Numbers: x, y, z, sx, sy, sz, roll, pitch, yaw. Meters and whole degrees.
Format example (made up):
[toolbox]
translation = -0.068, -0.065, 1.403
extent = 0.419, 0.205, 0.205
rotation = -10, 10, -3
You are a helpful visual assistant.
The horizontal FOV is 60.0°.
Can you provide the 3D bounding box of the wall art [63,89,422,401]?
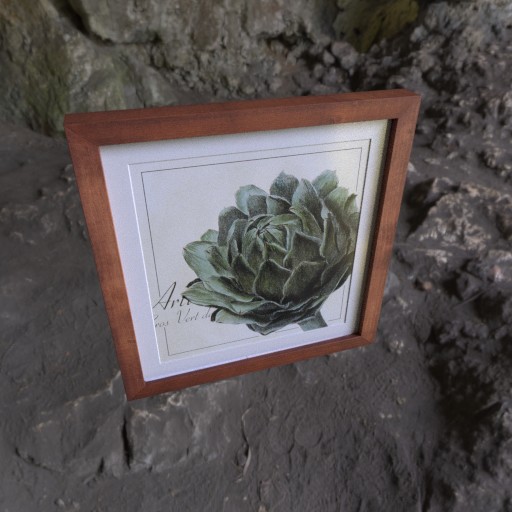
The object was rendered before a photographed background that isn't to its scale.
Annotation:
[wall art]
translation = 0.000, 0.000, 0.578
extent = 0.386, 0.385, 0.038
rotation = -10, 34, -15
